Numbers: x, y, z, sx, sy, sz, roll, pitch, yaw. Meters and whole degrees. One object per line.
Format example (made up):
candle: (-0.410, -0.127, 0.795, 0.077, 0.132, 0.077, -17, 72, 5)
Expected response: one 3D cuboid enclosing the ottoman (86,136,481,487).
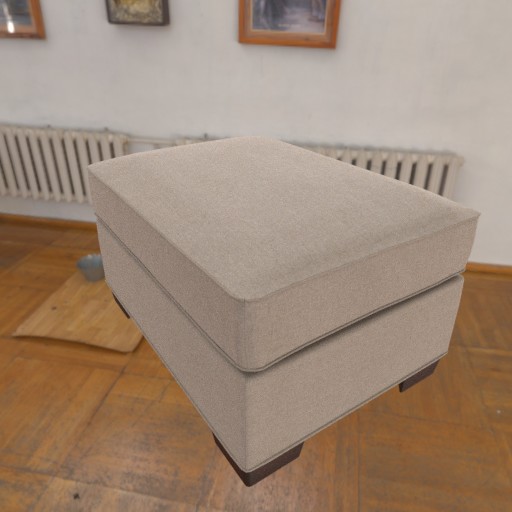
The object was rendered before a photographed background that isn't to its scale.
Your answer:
ottoman: (0.000, 0.000, 1.185, 0.617, 0.503, 0.846, -18, 33, -30)
